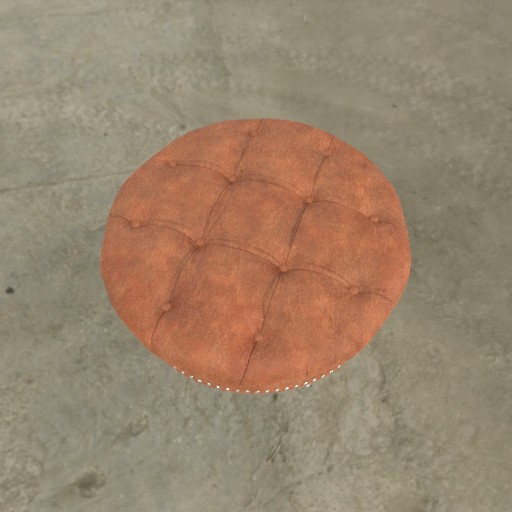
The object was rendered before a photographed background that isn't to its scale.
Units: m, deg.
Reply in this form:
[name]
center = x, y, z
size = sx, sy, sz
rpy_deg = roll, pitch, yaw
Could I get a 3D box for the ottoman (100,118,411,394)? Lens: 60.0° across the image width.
[ottoman]
center = 0.000, 0.000, 1.411
size = 0.901, 0.444, 0.901
rpy_deg = 0, 58, 0
